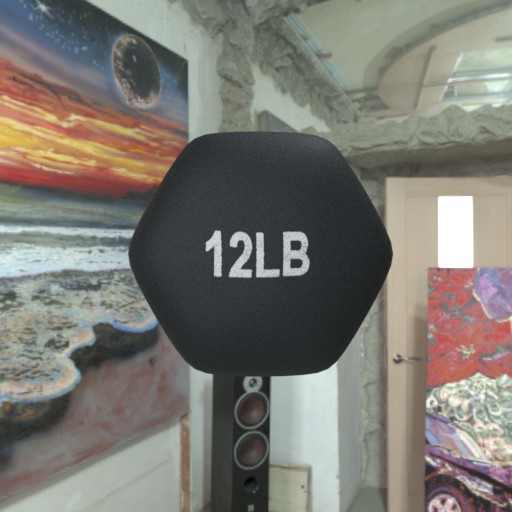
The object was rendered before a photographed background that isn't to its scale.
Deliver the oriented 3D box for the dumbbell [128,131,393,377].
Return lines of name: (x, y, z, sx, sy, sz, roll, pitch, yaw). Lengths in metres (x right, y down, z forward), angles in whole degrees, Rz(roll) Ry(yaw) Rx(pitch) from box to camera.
dumbbell: (0.000, 0.000, 0.281, 0.112, 0.101, 0.231, 0, -1, -1)
